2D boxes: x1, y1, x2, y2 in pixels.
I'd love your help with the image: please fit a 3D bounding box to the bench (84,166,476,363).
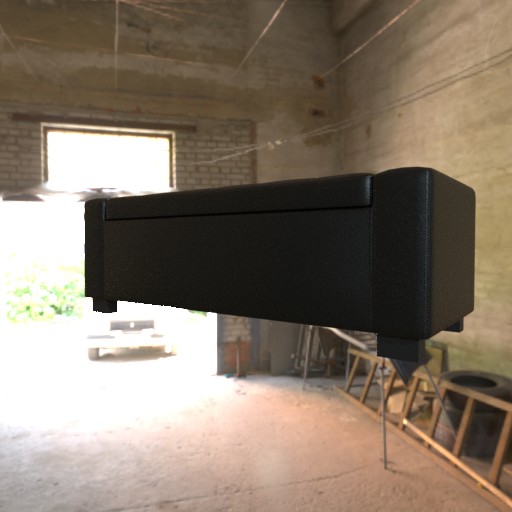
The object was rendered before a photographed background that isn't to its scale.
[{"bbox_3d":[0.000,0.000,1.532,1.296,0.445,0.508,1,2,36],"label":"bench"}]
